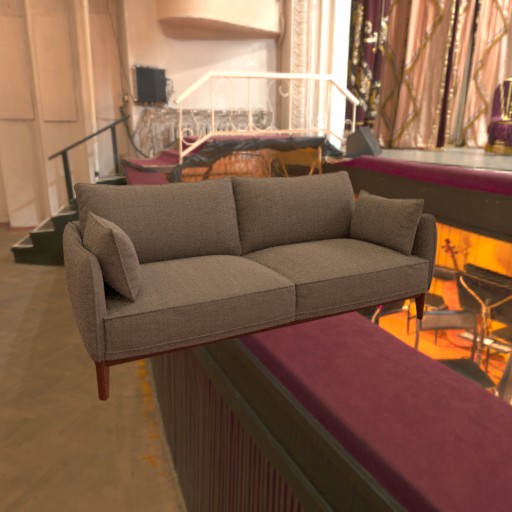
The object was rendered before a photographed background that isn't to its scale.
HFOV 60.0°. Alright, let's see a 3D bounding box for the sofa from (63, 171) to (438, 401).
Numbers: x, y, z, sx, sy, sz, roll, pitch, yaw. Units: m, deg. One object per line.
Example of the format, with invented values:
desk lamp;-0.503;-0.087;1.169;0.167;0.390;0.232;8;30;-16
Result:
sofa;0.000;0.000;2.540;1.989;0.851;0.972;-8;18;-26
